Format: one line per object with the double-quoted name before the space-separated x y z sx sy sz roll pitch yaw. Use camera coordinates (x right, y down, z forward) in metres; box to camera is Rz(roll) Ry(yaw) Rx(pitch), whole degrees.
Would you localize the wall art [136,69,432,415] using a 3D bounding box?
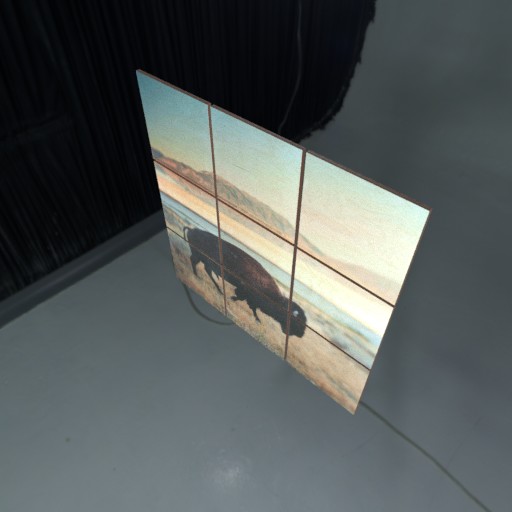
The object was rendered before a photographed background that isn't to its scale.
"wall art" 0.000 0.000 1.383 0.906 0.904 0.018 33 55 28
